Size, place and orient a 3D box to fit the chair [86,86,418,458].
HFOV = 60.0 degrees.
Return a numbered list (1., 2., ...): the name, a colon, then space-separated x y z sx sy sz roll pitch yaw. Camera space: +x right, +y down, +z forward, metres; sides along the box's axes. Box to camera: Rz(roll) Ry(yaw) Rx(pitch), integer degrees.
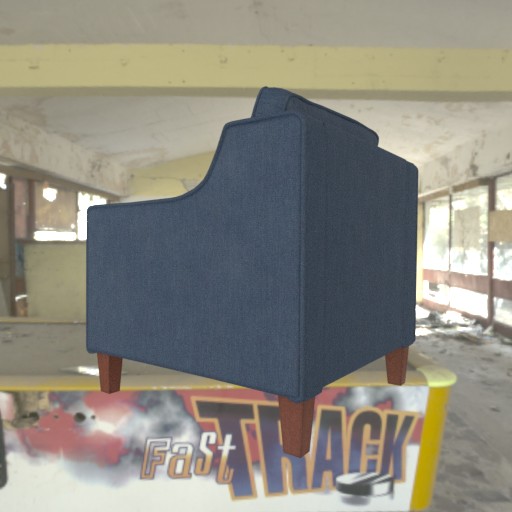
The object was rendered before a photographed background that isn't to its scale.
1. chair: 0.000 0.000 1.617 0.909 0.960 0.831 1 1 37
